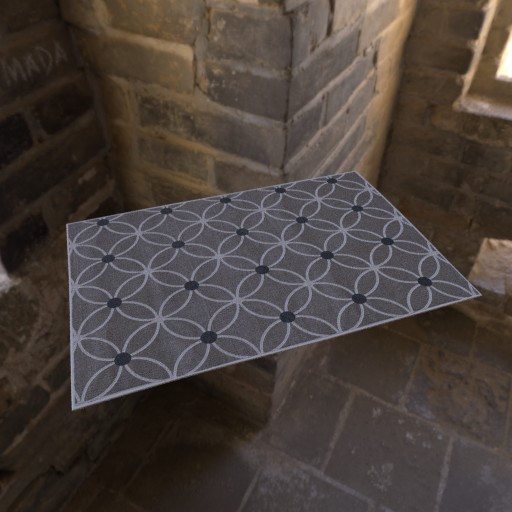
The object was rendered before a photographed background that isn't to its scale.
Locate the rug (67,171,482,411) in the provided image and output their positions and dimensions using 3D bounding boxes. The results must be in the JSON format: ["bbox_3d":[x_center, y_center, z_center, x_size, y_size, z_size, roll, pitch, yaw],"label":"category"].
[{"bbox_3d":[0.000,0.000,2.840,2.284,0.008,1.522,-13,42,-14],"label":"rug"}]
